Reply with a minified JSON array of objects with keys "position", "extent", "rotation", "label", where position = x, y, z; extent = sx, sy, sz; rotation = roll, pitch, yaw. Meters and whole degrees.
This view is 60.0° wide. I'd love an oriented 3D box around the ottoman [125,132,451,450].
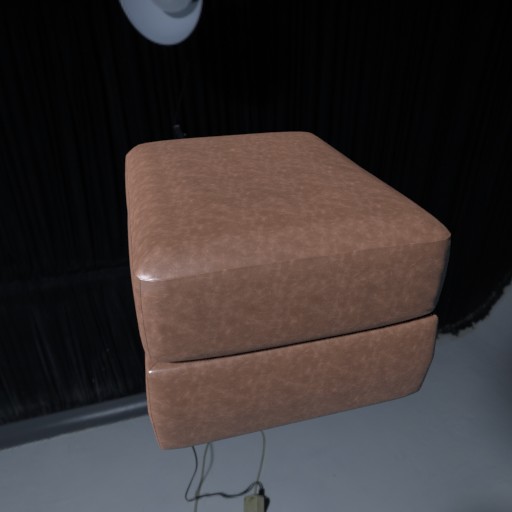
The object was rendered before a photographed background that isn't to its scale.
[{"position":[0.000,0.000,1.131],"extent":[0.603,0.476,0.751],"rotation":[-8,31,-13],"label":"ottoman"}]
